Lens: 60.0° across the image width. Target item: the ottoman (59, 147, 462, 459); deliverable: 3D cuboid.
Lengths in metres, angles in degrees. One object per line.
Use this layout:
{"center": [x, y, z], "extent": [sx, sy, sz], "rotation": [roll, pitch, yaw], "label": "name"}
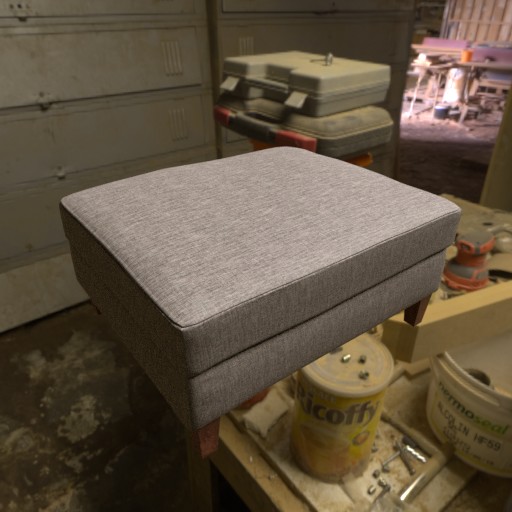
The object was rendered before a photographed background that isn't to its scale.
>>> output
{"center": [0.000, 0.000, 1.470], "extent": [0.994, 0.492, 0.839], "rotation": [-21, 36, -32], "label": "ottoman"}
